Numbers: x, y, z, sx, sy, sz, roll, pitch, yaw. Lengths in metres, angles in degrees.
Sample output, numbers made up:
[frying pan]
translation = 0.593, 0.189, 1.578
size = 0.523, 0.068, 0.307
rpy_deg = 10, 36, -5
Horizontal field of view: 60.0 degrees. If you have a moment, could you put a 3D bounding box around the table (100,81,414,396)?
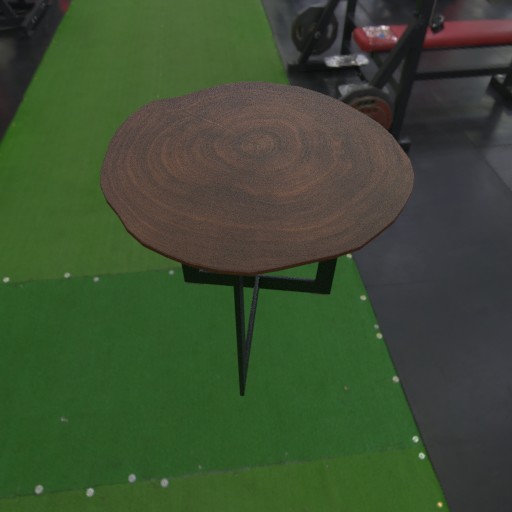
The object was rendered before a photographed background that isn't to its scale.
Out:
[table]
translation = 0.000, 0.000, 0.875
size = 0.477, 0.476, 0.494
rpy_deg = -3, 47, -3
